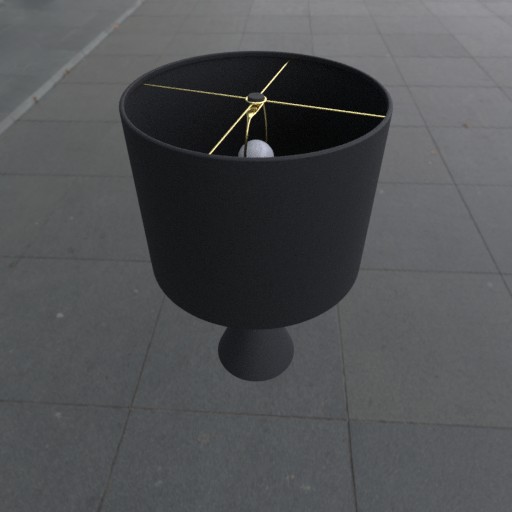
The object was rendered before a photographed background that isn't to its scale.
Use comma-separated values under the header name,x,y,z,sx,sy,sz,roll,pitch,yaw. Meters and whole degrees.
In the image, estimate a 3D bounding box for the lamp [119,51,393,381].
name,x,y,z,sx,sy,sz,roll,pitch,yaw
lamp,0.000,0.000,0.787,0.359,0.584,0.359,13,43,14
